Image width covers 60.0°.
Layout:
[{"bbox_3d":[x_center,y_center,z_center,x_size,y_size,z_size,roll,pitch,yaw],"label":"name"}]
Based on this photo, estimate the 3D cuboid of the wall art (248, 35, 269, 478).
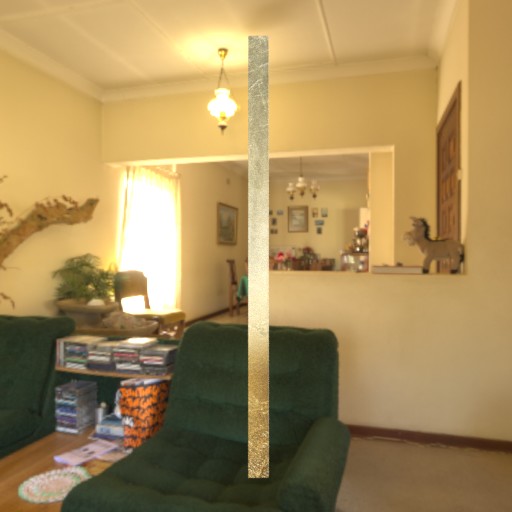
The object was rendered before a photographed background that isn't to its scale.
[{"bbox_3d":[0.000,0.000,1.640,0.051,1.091,1.092,0,0,-1],"label":"wall art"}]
